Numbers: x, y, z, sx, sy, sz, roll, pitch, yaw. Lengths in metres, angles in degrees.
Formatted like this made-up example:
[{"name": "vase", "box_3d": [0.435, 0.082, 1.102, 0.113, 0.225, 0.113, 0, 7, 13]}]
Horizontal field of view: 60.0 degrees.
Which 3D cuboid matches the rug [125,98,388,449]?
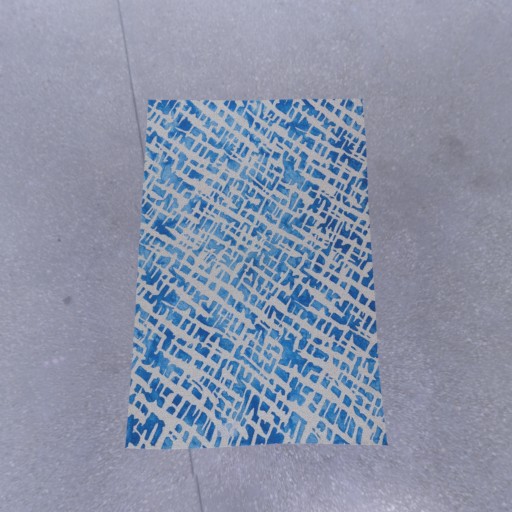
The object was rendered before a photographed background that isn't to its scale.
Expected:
[{"name": "rug", "box_3d": [0.000, 0.000, 2.268, 1.209, 0.011, 1.830, 0, 75, 0]}]
